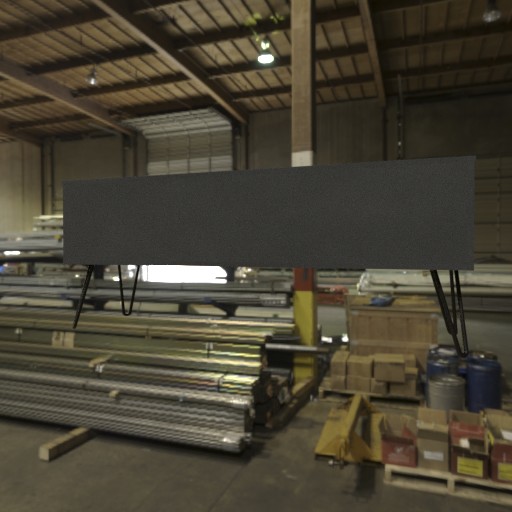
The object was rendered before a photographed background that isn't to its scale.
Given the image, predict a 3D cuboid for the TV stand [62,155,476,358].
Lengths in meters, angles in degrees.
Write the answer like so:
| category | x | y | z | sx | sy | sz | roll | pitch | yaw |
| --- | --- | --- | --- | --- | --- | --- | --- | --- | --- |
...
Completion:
| category | x | y | z | sx | sy | sz | roll | pitch | yaw |
| --- | --- | --- | --- | --- | --- | --- | --- | --- | --- |
| TV stand | 0.000 | 0.000 | 1.623 | 1.400 | 0.560 | 0.400 | 0 | 1 | 19 |
